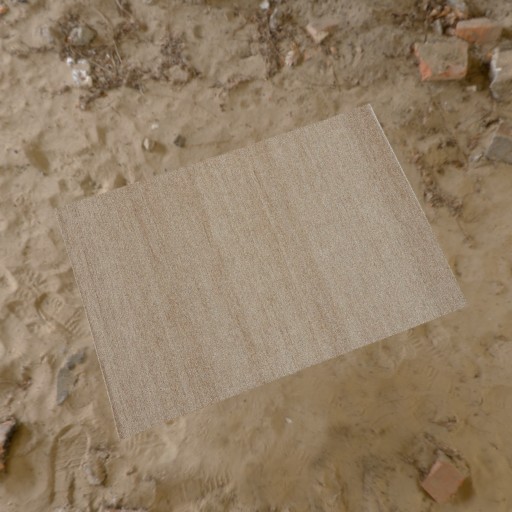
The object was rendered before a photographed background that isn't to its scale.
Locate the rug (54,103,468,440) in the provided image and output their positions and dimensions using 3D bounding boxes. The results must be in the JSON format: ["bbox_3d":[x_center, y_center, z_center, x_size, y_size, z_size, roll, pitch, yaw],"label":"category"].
[{"bbox_3d":[0.000,0.000,2.927,2.346,0.029,1.574,-20,76,-5],"label":"rug"}]
